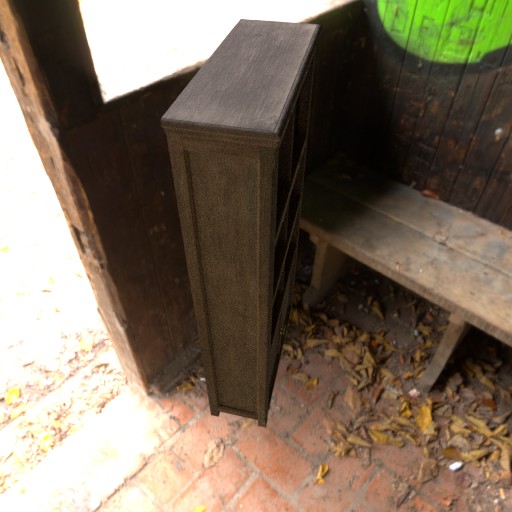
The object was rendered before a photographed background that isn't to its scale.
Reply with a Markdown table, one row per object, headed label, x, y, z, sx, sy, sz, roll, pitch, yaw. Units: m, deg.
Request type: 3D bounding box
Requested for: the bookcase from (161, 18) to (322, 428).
| label | x | y | z | sx | sy | sz | roll | pitch | yaw |
| --- | --- | --- | --- | --- | --- | --- | --- | --- | --- |
| bookcase | 0.000 | 0.000 | 2.191 | 0.348 | 1.880 | 0.906 | 9 | 46 | 9 |
